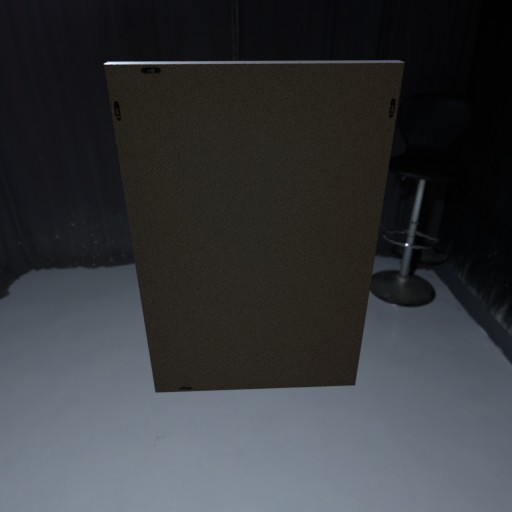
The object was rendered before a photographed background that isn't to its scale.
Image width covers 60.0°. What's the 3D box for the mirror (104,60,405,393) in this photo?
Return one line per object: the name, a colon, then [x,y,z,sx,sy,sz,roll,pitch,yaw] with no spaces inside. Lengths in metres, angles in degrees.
mirror: [0.000,0.000,1.136,0.609,0.915,0.040,-1,30,-2]
